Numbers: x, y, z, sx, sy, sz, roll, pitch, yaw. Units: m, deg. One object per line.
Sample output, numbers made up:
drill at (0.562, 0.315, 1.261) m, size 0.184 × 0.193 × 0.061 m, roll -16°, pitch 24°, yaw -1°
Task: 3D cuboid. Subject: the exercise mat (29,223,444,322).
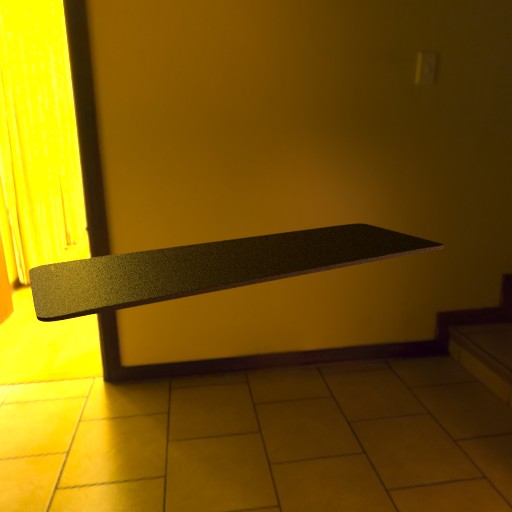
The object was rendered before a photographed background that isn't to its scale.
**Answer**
exercise mat at (0.000, 0.000, 2.044) m, size 1.869 × 0.021 × 0.616 m, roll -9°, pitch 18°, yaw -28°
